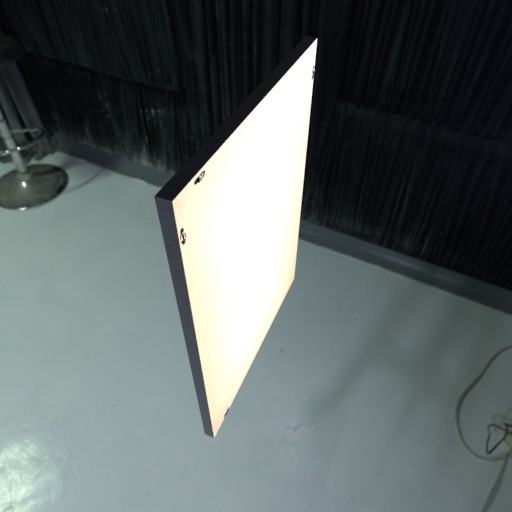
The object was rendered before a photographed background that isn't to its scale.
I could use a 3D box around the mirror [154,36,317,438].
[{"bbox_3d":[0.000,0.000,1.350,0.040,1.016,0.762,18,49,16],"label":"mirror"}]
